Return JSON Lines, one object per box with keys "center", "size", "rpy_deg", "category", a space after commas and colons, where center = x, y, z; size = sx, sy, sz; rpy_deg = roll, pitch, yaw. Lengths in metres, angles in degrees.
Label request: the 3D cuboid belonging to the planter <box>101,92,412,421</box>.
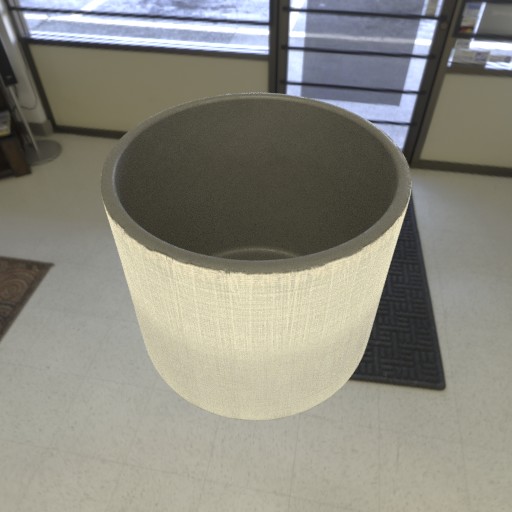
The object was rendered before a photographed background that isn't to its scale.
{"center": [0.000, 0.000, 0.394], "size": [0.226, 0.201, 0.226], "rpy_deg": [0, 45, 0], "category": "planter"}
